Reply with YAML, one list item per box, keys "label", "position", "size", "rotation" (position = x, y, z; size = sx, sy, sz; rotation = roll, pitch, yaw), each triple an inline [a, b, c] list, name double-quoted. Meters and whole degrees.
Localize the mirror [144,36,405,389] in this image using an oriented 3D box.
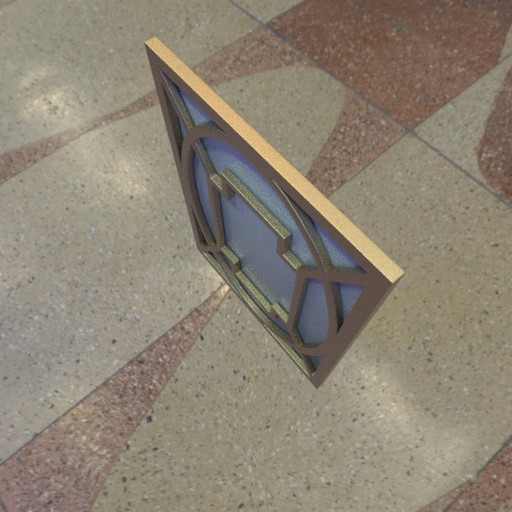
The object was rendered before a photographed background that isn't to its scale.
- label: "mirror"
  position: [0.000, 0.000, 1.327]
  size: [0.032, 1.023, 0.756]
  rotation: [-36, 69, -16]
